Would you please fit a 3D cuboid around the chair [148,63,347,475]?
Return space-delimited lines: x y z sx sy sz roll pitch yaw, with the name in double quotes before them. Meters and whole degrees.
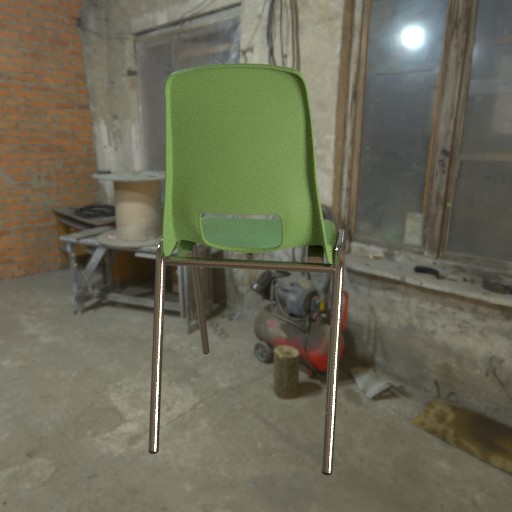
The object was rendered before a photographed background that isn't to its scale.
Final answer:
"chair" 0.000 0.000 0.948 0.381 0.704 0.436 3 15 9
